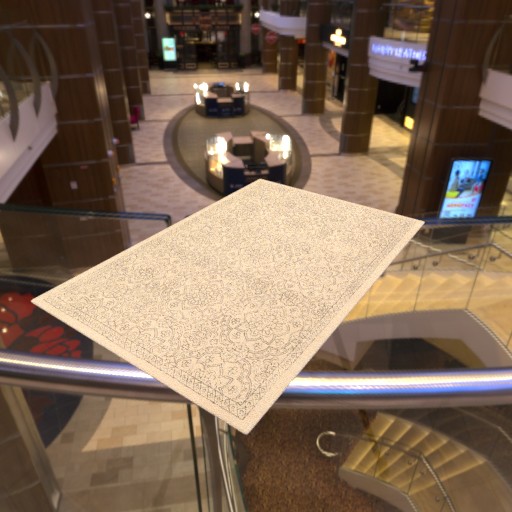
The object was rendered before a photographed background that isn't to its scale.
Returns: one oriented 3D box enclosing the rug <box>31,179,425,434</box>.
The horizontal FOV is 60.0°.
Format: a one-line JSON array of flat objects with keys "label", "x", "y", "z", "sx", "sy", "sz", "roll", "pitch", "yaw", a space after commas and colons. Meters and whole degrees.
[{"label": "rug", "x": 0.000, "y": 0.000, "z": 2.349, "sx": 1.219, "sy": 0.010, "sz": 1.829, "roll": 20, "pitch": 37, "yaw": 30}]
